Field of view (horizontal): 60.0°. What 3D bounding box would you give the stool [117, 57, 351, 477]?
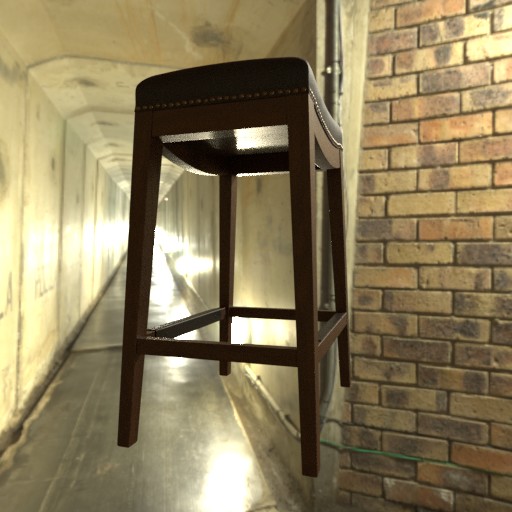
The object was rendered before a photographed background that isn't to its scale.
[{"bbox_3d":[0.000,0.000,0.951,0.353,0.664,0.490,0,1,18],"label":"stool"}]
